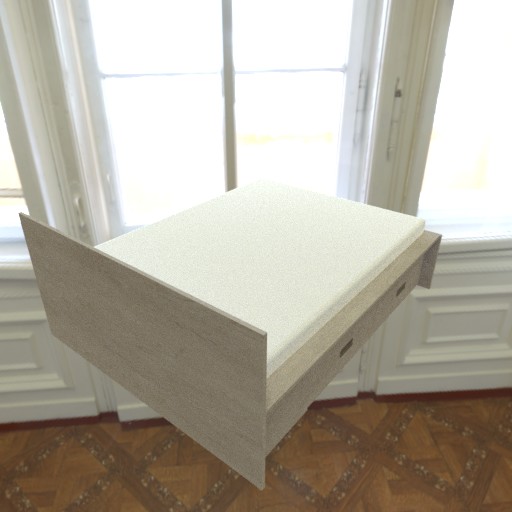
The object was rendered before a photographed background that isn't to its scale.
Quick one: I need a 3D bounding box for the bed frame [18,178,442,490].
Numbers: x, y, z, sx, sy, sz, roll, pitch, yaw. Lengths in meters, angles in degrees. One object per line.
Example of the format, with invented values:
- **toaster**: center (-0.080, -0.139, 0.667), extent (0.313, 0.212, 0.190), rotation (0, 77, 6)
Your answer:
- **bed frame**: center (0.000, 0.000, 2.738), extent (1.622, 0.800, 1.960), rotation (21, 35, 33)
